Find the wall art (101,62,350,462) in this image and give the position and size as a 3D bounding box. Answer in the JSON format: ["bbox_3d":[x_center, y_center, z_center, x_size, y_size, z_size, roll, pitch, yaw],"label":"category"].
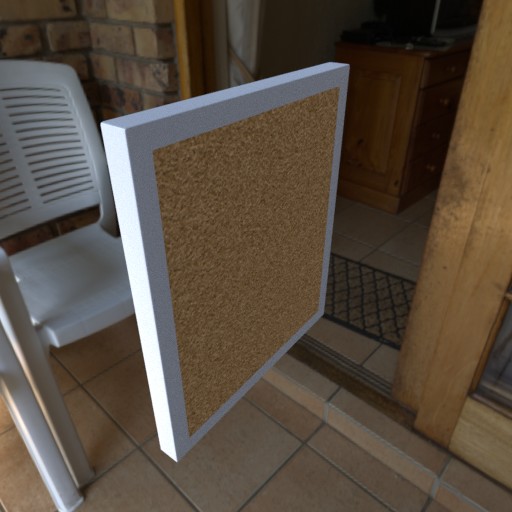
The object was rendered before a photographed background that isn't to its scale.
[{"bbox_3d":[0.000,0.000,0.521,0.028,0.381,0.331,22,38,31],"label":"wall art"}]
